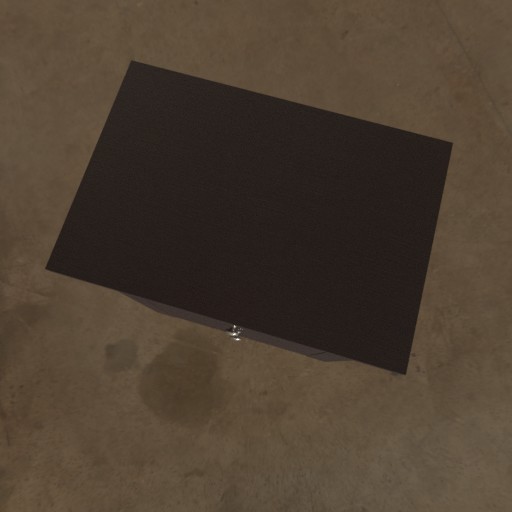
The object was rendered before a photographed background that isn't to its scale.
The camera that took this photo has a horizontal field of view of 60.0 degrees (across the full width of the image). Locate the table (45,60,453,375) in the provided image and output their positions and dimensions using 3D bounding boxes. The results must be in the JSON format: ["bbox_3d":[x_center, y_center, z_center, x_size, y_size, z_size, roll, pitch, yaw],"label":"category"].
[{"bbox_3d":[0.000,0.000,1.082,0.589,0.711,0.408,16,77,4],"label":"table"}]
